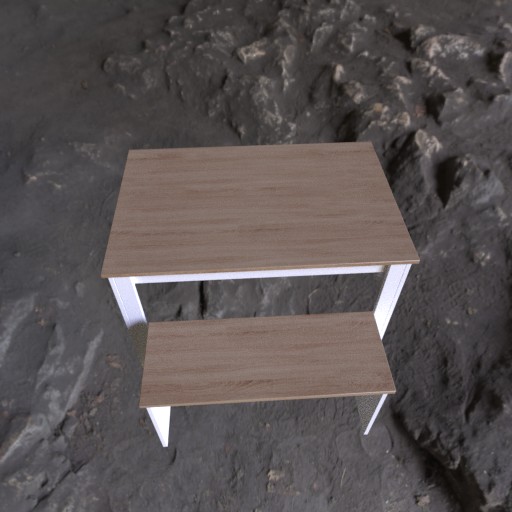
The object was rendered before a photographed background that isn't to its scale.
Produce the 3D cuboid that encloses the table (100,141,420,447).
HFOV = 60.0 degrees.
[{"bbox_3d":[0.000,0.000,2.028,1.100,0.700,1.443,-3,48,-2],"label":"table"}]
